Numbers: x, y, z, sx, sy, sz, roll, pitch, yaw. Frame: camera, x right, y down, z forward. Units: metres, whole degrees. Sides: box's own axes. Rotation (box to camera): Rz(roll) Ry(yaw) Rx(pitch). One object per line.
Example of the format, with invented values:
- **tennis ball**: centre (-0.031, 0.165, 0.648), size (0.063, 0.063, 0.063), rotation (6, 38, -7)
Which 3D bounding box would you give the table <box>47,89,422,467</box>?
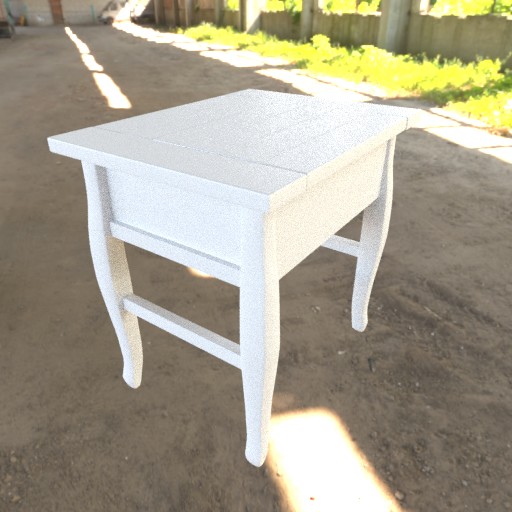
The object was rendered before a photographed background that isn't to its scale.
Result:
- **table**: centre (0.000, 0.000, 1.011), size (0.463, 0.605, 0.599), rotation (19, 35, 30)
